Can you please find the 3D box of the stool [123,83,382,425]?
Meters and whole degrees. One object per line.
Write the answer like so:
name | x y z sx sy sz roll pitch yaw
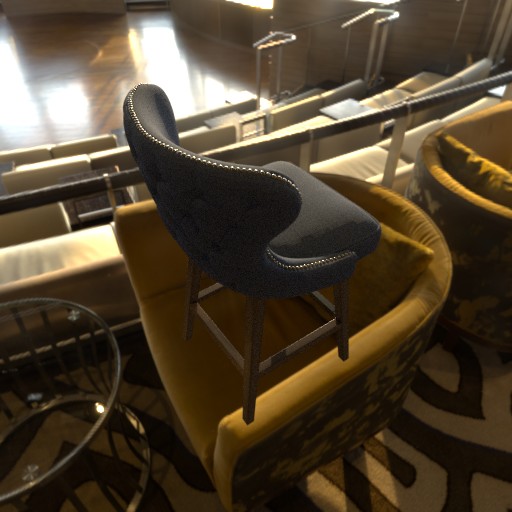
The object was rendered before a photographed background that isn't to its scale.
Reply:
stool | 0.000 0.000 1.356 0.597 0.972 0.615 -25 48 -26
